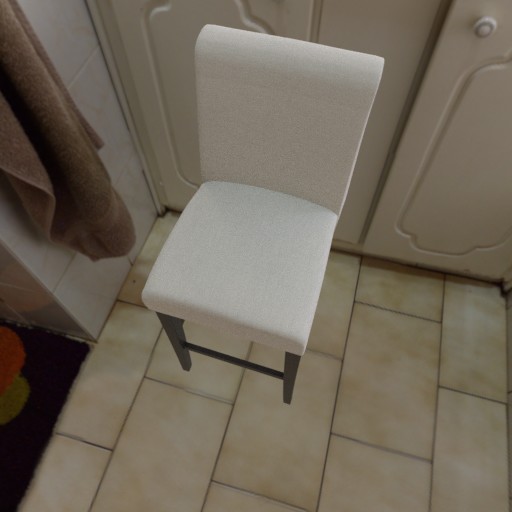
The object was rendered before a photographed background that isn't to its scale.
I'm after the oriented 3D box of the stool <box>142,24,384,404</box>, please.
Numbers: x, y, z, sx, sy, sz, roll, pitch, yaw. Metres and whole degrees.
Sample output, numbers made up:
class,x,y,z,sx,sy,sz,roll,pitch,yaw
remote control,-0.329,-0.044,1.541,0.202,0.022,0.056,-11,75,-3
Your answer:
class,x,y,z,sx,sy,sz,roll,pitch,yaw
stool,0.000,0.000,1.392,0.452,1.124,0.597,15,60,9
